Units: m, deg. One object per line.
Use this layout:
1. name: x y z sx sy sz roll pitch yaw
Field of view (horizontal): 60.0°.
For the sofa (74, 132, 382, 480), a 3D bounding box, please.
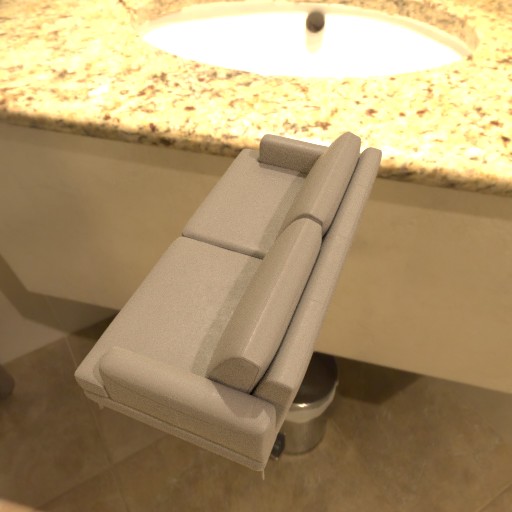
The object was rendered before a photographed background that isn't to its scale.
1. sofa: 0.000 0.000 2.421 0.974 0.765 1.940 16 49 15
